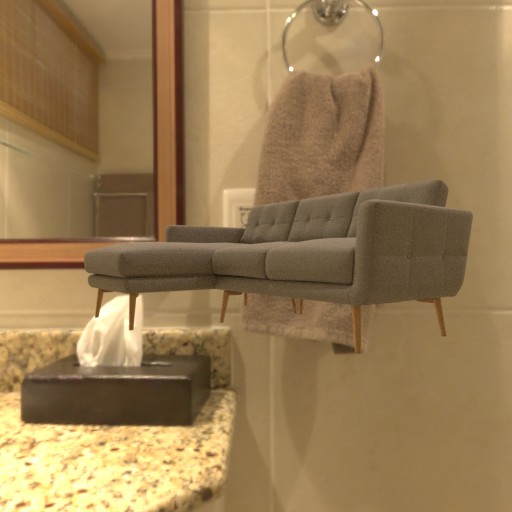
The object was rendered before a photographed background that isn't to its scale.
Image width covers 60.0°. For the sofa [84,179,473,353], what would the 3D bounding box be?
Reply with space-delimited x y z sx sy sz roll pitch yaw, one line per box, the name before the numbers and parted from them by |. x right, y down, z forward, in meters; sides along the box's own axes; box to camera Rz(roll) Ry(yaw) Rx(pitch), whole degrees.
sofa | 0.000 0.000 2.757 1.530 0.860 2.040 0 0 -37
